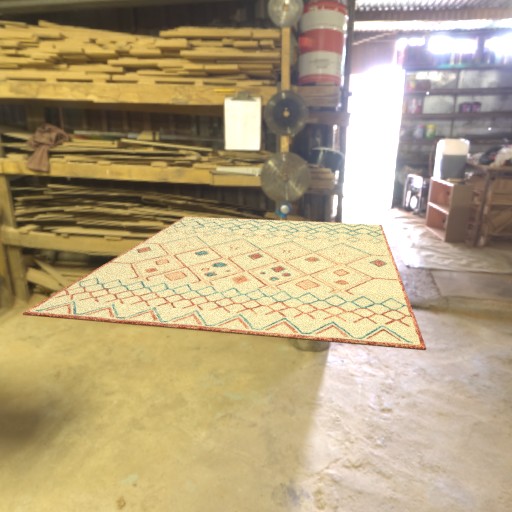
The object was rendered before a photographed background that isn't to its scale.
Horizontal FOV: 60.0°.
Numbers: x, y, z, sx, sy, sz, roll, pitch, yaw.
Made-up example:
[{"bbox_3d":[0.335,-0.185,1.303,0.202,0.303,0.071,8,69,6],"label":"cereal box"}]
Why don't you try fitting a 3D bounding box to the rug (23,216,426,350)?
[{"bbox_3d":[0.000,0.000,4.022,2.441,0.016,3.050,3,17,10],"label":"rug"}]
